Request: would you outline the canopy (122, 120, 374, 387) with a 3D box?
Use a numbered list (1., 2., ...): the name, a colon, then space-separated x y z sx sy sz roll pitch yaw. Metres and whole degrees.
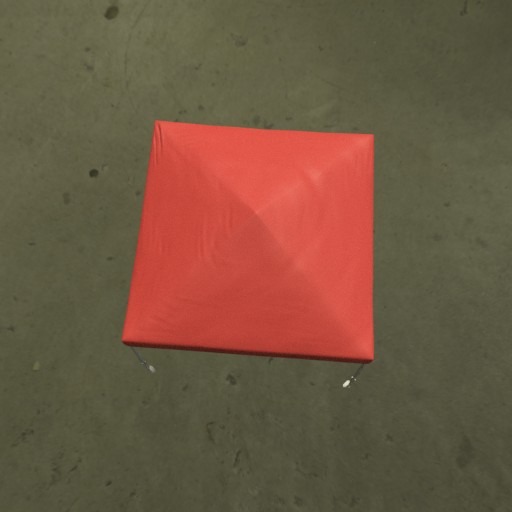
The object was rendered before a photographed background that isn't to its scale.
1. canopy: 0.000 0.000 5.292 2.848 2.849 2.849 4 74 1
